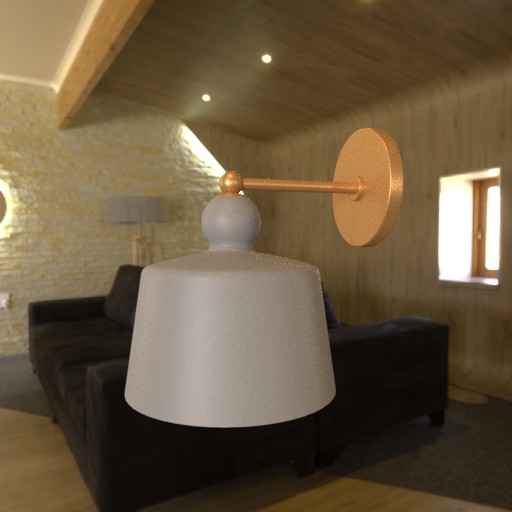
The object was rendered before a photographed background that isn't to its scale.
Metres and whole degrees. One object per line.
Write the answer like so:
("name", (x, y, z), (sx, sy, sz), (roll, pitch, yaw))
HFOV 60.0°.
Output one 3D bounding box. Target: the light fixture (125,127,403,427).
("light fixture", (0.000, 0.000, 0.444), (0.254, 0.268, 0.204), (0, 1, -16))
